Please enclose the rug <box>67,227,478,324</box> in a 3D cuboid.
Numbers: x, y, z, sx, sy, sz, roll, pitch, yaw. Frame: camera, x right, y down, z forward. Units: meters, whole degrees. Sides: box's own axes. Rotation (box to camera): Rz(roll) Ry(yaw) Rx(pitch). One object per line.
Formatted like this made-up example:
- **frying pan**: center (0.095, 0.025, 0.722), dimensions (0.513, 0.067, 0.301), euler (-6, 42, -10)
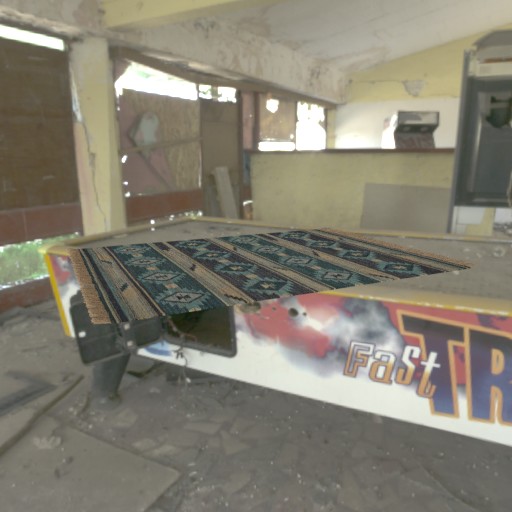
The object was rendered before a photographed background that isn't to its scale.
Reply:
- **rug**: center (0.000, 0.000, 4.329), dimensions (3.307, 0.047, 2.418), euler (-6, 14, -25)
